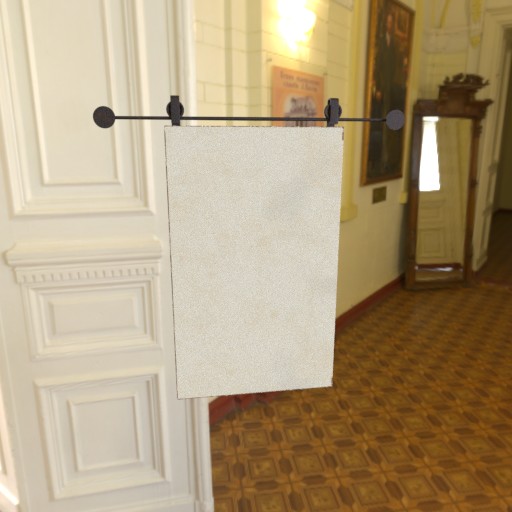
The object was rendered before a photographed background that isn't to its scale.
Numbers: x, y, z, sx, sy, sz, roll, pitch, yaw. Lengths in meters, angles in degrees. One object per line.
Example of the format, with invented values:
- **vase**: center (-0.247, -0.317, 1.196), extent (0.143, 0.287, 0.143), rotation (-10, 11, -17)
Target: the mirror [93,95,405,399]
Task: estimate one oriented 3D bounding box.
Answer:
- **mirror**: center (0.000, 0.000, 1.244), extent (0.808, 0.844, 0.037), rotation (-2, 14, -9)
